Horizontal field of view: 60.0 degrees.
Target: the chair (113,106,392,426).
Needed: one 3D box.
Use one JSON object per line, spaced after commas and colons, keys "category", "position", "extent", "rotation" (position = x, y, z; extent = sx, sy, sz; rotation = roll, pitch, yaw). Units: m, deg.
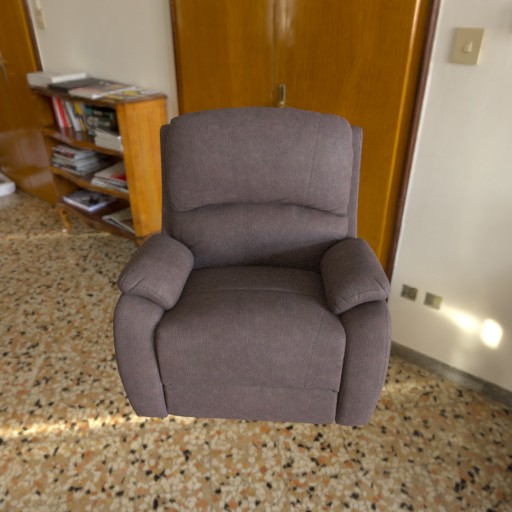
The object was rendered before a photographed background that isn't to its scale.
{"category": "chair", "position": [0.000, 0.000, 1.746], "extent": [0.930, 1.011, 0.899], "rotation": [1, 30, 2]}
